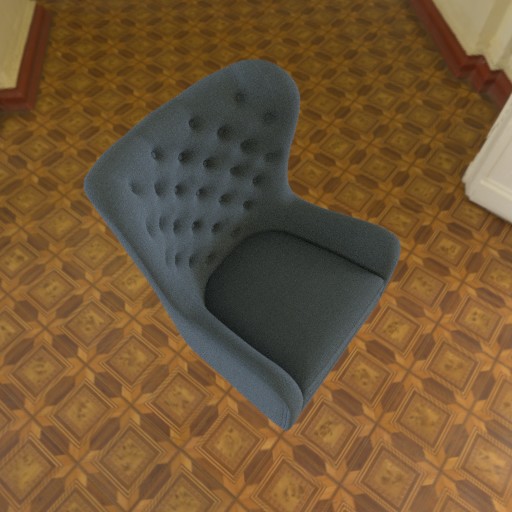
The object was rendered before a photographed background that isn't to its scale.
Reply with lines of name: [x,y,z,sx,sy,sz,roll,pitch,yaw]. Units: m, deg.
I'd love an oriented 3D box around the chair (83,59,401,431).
chair: [0.000,0.000,1.754,0.930,1.079,0.831,33,63,19]
